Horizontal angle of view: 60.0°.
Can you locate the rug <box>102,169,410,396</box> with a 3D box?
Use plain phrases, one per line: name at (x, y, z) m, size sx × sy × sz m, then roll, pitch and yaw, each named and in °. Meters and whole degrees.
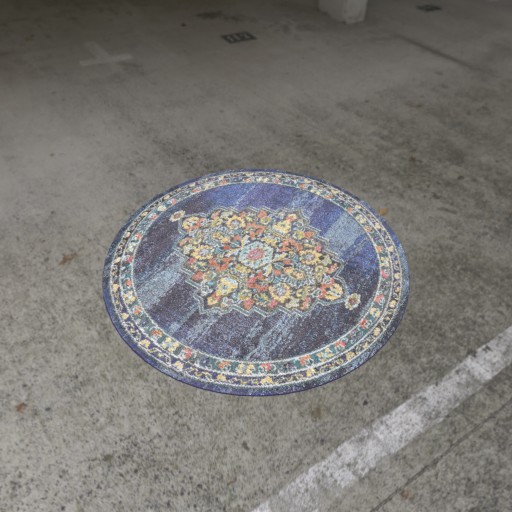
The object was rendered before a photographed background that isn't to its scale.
rug at (0.000, 0.000, 2.357) m, size 1.591 × 0.010 × 1.591 m, roll 0°, pitch 46°, yaw 0°
